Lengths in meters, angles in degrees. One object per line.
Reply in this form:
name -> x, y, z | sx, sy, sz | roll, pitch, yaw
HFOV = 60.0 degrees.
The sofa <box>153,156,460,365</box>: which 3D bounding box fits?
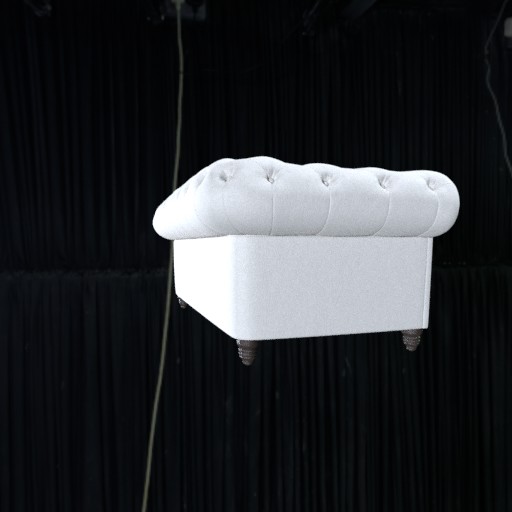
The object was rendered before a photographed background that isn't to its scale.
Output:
sofa -> 0.000, 0.000, 2.450 | 0.986, 0.764, 1.998 | 0, 2, -18
